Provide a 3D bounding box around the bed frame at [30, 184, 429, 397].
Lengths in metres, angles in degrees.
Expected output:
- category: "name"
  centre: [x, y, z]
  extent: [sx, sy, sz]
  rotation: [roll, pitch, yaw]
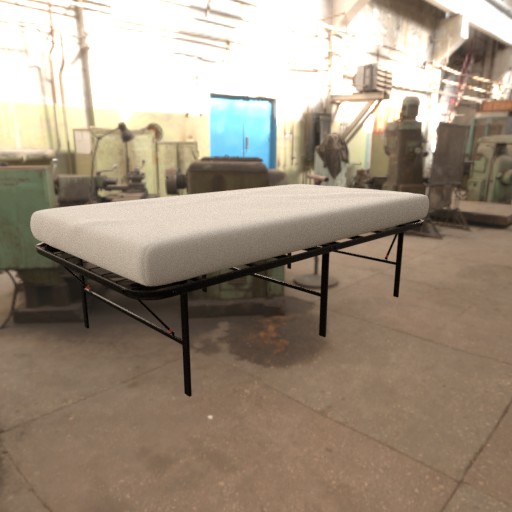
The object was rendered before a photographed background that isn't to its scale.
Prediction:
- category: "bed frame"
  centre: [0.000, 0.000, 2.337]
  extent: [1.903, 0.619, 0.989]
  rotation: [-14, 20, -43]
